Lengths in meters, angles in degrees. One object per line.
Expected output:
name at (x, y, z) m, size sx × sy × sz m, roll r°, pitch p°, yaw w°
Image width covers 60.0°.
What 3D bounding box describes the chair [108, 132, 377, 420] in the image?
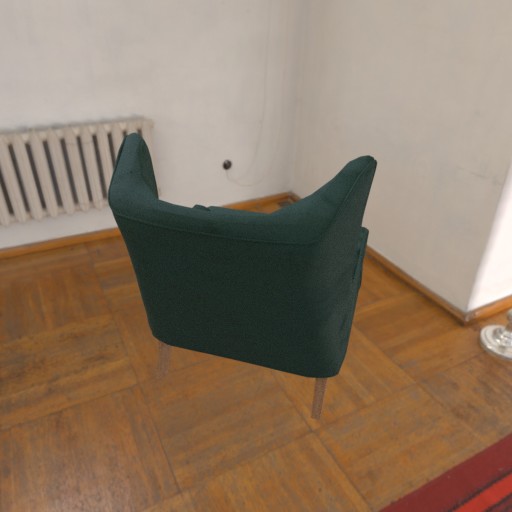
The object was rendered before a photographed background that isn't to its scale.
chair at (0.000, 0.000, 1.684) m, size 0.793 × 0.952 × 0.910 m, roll 9°, pitch 33°, yaw 15°
